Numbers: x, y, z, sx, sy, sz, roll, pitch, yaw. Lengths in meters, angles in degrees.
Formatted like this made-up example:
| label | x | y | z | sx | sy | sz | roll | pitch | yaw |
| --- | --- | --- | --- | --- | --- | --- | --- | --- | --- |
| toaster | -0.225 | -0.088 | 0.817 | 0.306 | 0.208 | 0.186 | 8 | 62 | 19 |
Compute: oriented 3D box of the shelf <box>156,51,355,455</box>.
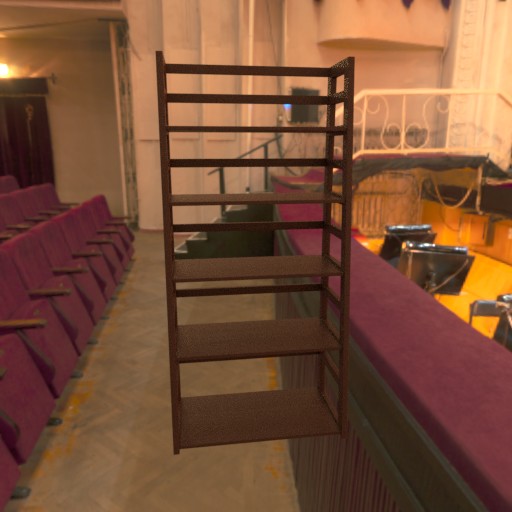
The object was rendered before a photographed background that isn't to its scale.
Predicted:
| label | x | y | z | sx | sy | sz | roll | pitch | yaw |
| --- | --- | --- | --- | --- | --- | --- | --- | --- | --- |
| shelf | 0.000 | 0.000 | 1.922 | 0.763 | 1.600 | 0.403 | -2 | 14 | -8 |
